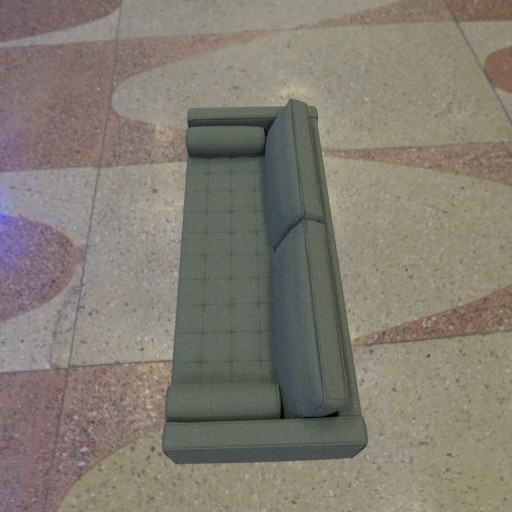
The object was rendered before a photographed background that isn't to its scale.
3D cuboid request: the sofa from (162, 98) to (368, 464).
[{"bbox_3d":[0.000,0.000,2.630,0.914,0.762,2.198,-1,58,-1],"label":"sofa"}]
